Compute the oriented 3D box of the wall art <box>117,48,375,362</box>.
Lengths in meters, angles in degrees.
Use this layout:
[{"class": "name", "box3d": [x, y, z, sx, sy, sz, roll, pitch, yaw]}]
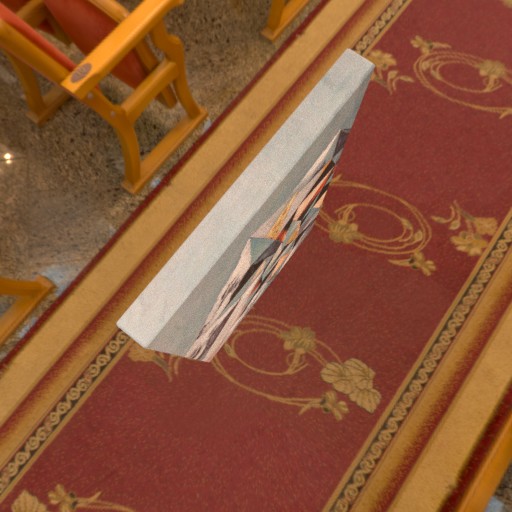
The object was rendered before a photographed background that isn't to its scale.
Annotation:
[{"class": "wall art", "box3d": [0.000, 0.000, 1.151, 0.061, 0.911, 0.609, 36, 78, 9]}]
